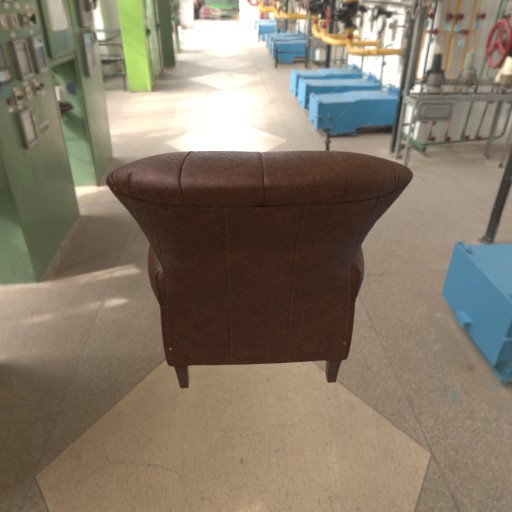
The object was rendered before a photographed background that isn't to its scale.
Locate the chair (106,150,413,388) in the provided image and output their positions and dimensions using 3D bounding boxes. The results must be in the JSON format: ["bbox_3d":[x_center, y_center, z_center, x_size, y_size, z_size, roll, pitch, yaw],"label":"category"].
[{"bbox_3d":[0.000,0.000,1.971,0.979,1.162,1.031,-1,31,-2],"label":"chair"}]
